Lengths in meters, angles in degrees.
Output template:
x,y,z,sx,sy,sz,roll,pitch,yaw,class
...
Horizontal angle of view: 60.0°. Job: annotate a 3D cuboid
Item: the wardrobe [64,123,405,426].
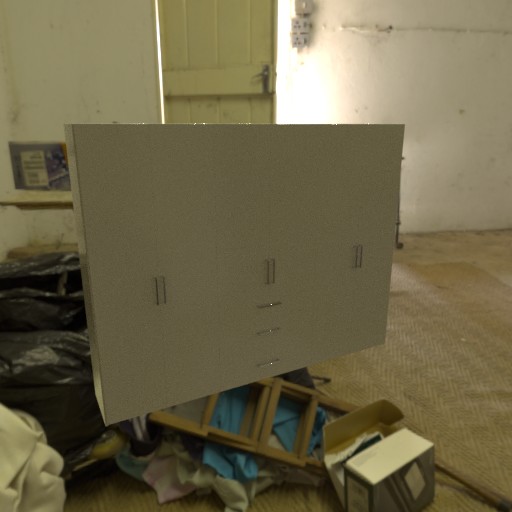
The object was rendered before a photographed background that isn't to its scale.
x,y,z,sx,sy,sz,roll,pitch,yaw,class
0.000,0.000,4.129,3.000,2.360,0.580,-9,19,-27,wardrobe
